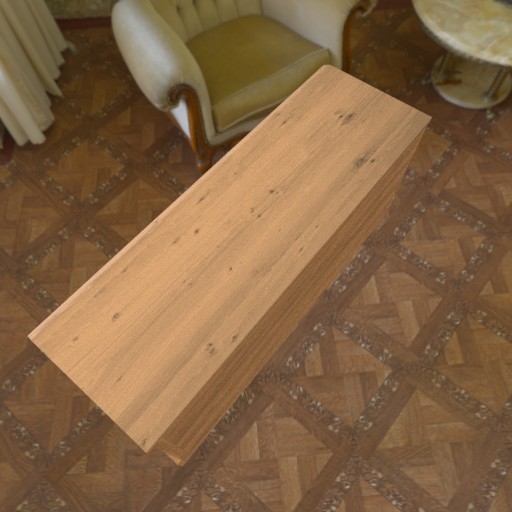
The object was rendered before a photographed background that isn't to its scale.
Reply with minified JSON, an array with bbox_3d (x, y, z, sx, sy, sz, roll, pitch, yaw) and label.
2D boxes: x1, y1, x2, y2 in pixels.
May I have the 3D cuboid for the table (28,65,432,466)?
[{"bbox_3d":[0.000,0.000,1.406,0.400,0.510,1.200,36,67,17],"label":"table"}]
